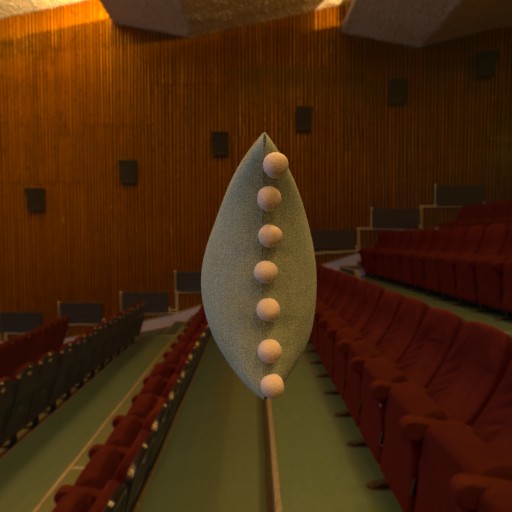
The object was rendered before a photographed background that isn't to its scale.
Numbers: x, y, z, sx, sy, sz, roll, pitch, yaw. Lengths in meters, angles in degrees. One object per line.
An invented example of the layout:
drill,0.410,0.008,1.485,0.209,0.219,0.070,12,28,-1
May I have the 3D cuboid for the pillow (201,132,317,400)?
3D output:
pillow,0.000,0.000,0.848,0.201,0.322,0.709,0,3,-1
